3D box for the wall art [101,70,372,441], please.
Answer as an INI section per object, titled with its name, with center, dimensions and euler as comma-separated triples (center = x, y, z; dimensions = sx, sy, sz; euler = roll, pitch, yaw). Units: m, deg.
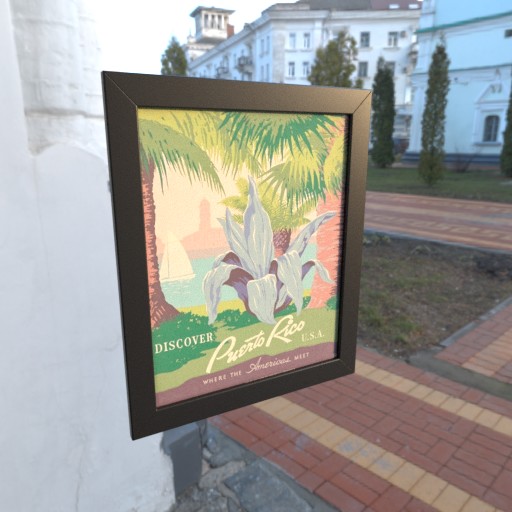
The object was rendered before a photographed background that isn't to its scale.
[wall art]
center = 0.000, 0.000, 0.790
dimensions = 0.481, 0.582, 0.018
euler = -8, 16, -27
